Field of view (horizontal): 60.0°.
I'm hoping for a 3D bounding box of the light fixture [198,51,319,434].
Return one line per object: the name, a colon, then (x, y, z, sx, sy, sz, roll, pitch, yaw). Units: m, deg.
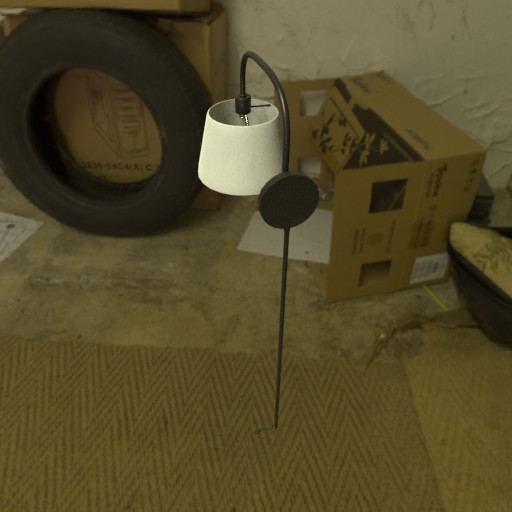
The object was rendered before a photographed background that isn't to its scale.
light fixture: (0.000, 0.000, 0.464, 0.092, 0.399, 0.176, -11, 41, -12)
